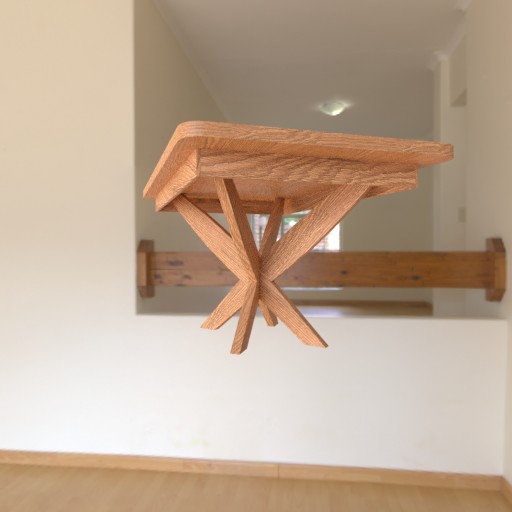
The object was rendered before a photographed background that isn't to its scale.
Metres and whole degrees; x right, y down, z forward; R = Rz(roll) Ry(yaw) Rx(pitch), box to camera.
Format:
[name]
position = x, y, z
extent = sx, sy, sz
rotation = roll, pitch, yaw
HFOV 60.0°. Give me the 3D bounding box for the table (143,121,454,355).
[table]
position = 0.000, 0.000, 2.121
extent = 0.950, 0.770, 1.600
rotation = 0, 1, -18
